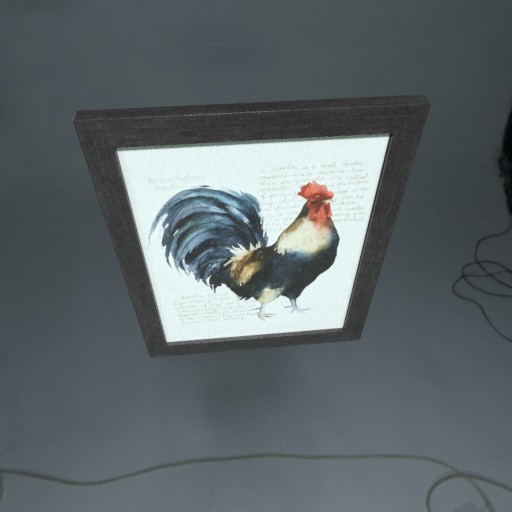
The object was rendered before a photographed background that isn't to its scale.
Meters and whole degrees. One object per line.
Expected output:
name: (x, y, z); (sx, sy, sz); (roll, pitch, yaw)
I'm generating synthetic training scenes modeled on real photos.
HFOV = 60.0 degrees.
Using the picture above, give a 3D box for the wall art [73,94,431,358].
wall art: (0.000, 0.000, 0.808); (0.479, 0.580, 0.027); (-4, 46, -4)
